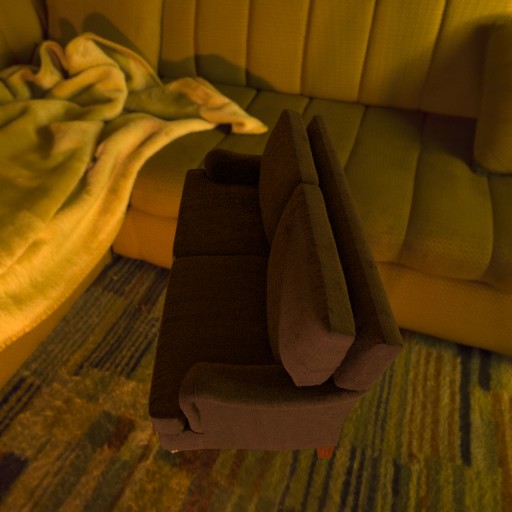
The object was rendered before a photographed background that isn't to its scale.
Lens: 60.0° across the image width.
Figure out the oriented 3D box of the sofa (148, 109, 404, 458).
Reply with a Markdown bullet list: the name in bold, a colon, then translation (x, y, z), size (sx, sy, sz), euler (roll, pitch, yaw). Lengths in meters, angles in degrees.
- **sofa**: translation (0.000, 0.000, 2.763), size (1.086, 1.087, 2.165), euler (-1, 42, -1)
